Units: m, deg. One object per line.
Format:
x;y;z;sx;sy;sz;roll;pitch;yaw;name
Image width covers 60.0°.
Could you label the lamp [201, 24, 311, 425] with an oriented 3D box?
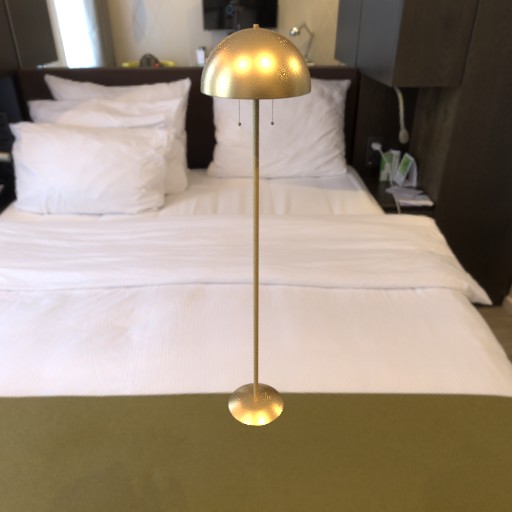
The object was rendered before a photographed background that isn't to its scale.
0.000;0.000;1.598;0.328;1.480;0.328;-17;33;-29;lamp
